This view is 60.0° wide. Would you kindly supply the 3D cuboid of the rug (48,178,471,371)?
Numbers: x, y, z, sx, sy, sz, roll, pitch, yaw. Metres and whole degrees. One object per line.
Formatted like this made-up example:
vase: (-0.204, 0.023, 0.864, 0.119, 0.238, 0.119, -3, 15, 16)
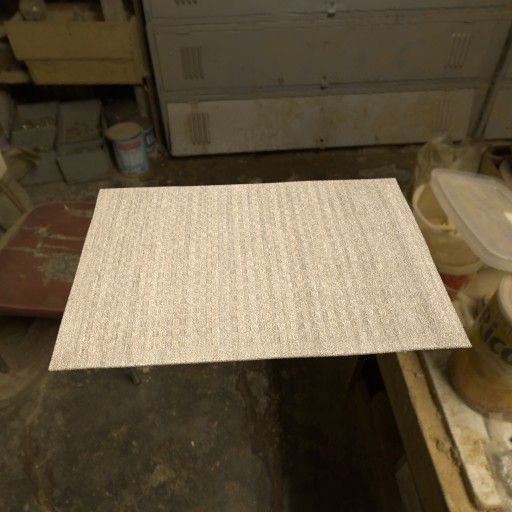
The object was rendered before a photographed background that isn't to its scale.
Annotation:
rug: (0.000, 0.000, 2.911, 2.297, 0.018, 1.532, -3, 47, -2)
